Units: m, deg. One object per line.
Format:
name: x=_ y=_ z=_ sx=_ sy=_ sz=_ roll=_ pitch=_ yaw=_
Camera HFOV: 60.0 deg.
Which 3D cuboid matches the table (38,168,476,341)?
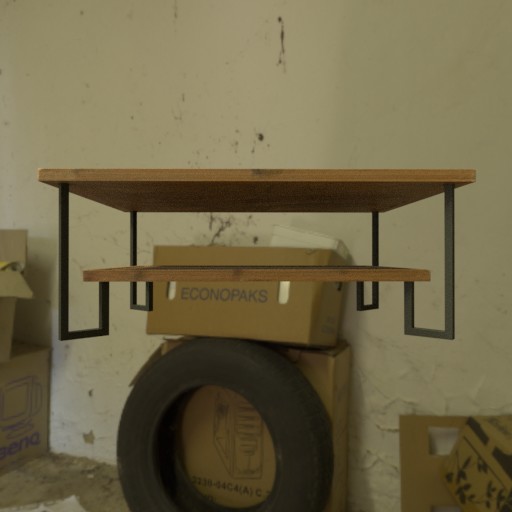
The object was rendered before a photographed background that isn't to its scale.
table: x=0.000 y=0.000 z=1.687 sx=1.238 sy=0.492 sz=0.877 roll=0 pitch=0 yaw=-1
